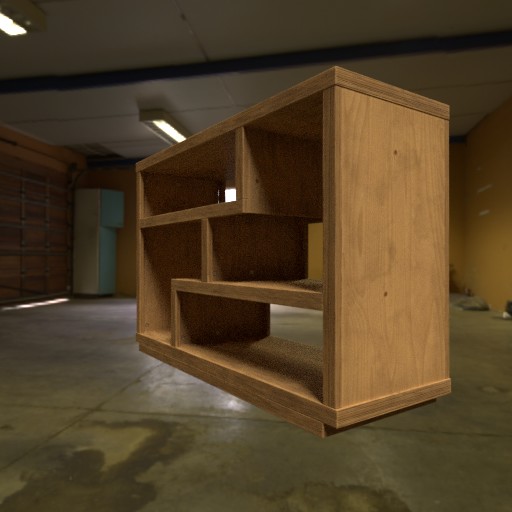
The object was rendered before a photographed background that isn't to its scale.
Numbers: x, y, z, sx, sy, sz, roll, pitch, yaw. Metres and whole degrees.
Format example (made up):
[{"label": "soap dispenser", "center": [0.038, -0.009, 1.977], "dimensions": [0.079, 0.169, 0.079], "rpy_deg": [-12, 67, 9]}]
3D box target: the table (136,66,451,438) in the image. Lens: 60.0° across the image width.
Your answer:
[{"label": "table", "center": [0.000, 0.000, 1.487], "dimensions": [0.410, 0.771, 1.151], "rpy_deg": [0, 0, -35]}]
